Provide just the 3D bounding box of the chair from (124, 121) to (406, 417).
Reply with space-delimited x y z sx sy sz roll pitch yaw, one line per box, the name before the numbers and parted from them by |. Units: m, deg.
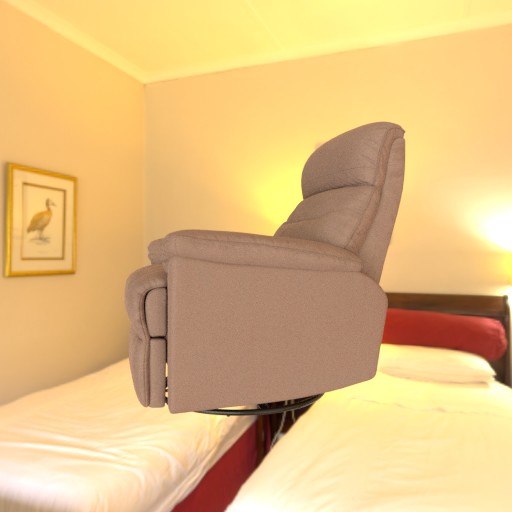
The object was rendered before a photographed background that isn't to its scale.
chair | 0.000 0.000 1.764 1.004 1.037 0.820 0 0 -17
